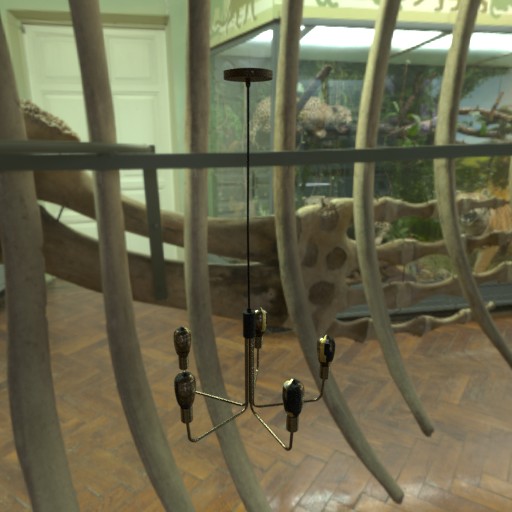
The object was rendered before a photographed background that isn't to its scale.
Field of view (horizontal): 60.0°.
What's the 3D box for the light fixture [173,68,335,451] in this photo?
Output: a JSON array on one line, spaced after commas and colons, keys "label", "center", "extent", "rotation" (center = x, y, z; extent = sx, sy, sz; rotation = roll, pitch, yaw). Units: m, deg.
[{"label": "light fixture", "center": [0.000, 0.000, 1.372], "extent": [0.532, 1.059, 0.588], "rotation": [-3, 16, -10]}]
